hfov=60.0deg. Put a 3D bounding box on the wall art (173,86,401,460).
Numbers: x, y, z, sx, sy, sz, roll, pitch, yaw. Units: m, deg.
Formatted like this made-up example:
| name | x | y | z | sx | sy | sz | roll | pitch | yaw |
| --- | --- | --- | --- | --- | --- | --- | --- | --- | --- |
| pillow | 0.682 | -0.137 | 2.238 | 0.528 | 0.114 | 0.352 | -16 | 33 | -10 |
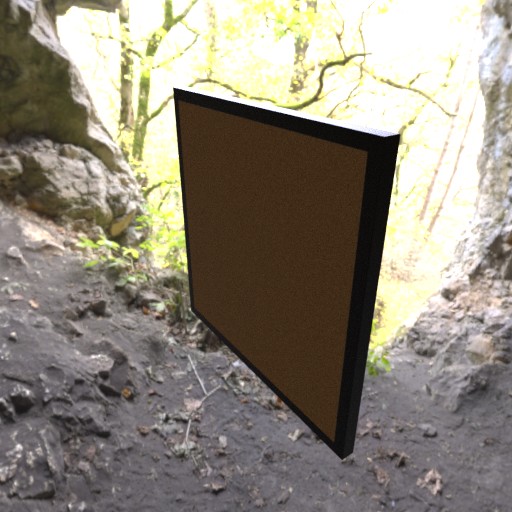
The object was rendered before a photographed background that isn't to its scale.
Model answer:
| name | x | y | z | sx | sy | sz | roll | pitch | yaw |
| --- | --- | --- | --- | --- | --- | --- | --- | --- | --- |
| wall art | 0.000 | 0.000 | 1.167 | 0.038 | 0.765 | 0.765 | -18 | 33 | -31 |
